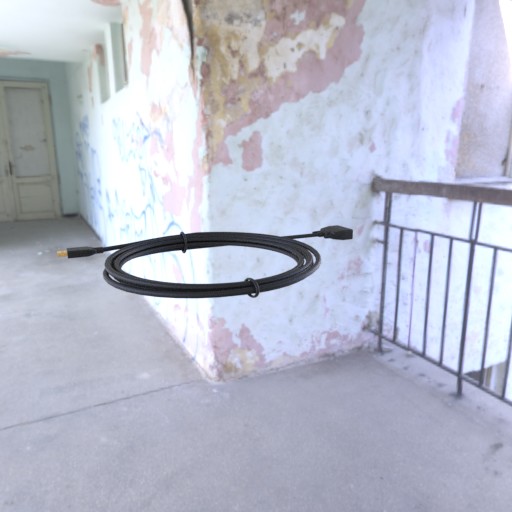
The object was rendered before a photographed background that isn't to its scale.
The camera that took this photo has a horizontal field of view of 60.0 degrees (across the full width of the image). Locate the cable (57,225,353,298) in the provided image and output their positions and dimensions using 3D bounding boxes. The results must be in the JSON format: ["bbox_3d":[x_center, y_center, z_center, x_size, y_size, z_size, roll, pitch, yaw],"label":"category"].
[{"bbox_3d":[0.000,0.000,0.520,0.422,0.030,0.257,-7,16,-24],"label":"cable"}]
